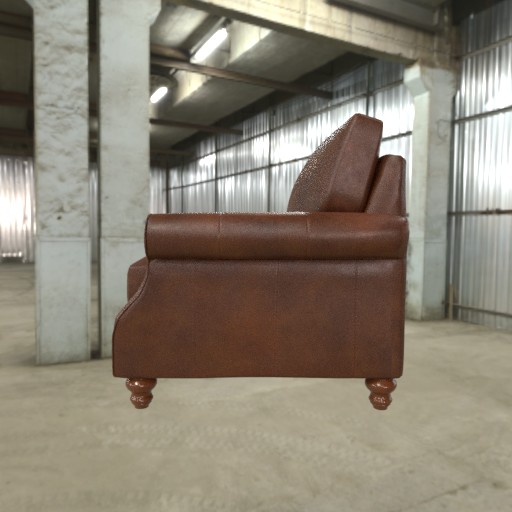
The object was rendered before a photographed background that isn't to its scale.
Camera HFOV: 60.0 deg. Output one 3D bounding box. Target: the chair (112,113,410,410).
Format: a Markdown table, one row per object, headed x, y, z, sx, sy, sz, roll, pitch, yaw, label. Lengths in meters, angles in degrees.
| x | y | z | sx | sy | sz | roll | pitch | yaw | label |
| --- | --- | --- | --- | --- | --- | --- | --- | --- | --- |
| 0.000 | 0.000 | 1.808 | 0.992 | 0.972 | 0.989 | 0 | 3 | 1 | chair |
